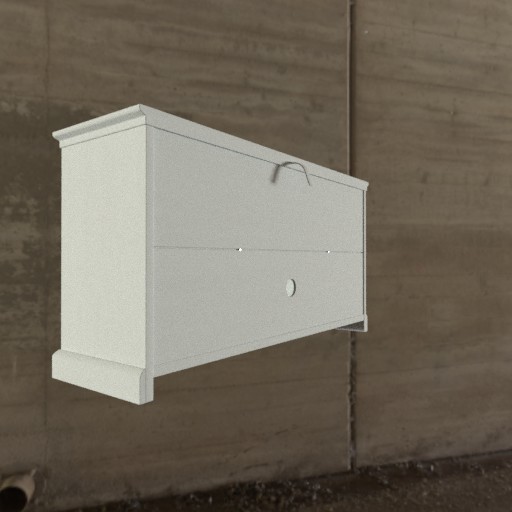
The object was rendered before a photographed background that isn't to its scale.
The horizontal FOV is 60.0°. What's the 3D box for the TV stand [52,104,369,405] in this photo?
[{"bbox_3d":[0.000,0.000,1.475,0.424,0.624,1.187,0,0,37],"label":"TV stand"}]
